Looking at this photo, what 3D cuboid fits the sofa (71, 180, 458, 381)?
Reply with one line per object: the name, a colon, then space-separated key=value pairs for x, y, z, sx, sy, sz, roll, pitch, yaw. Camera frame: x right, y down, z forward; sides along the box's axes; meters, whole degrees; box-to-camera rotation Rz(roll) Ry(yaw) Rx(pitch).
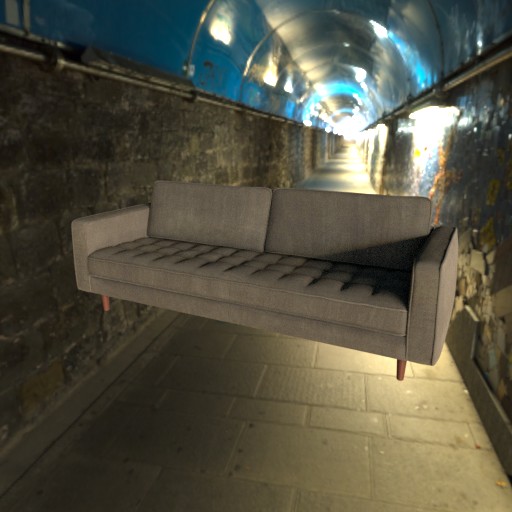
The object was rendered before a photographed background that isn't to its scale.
sofa: x=0.000 y=0.000 z=2.781 sx=2.295 sy=0.813 sz=0.923 roll=8 pitch=17 yaw=26
